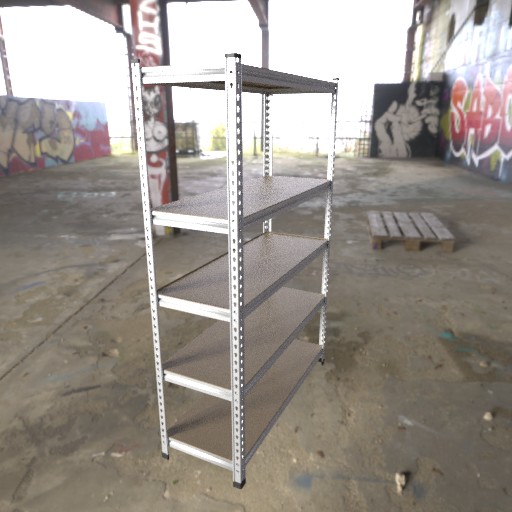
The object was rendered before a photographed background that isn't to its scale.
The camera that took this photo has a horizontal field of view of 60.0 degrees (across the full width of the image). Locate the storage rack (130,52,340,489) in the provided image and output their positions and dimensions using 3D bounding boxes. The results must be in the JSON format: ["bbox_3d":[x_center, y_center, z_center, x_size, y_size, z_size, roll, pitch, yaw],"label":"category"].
[{"bbox_3d":[0.000,0.000,2.360,0.457,1.829,1.219,9,20,25],"label":"storage rack"}]
